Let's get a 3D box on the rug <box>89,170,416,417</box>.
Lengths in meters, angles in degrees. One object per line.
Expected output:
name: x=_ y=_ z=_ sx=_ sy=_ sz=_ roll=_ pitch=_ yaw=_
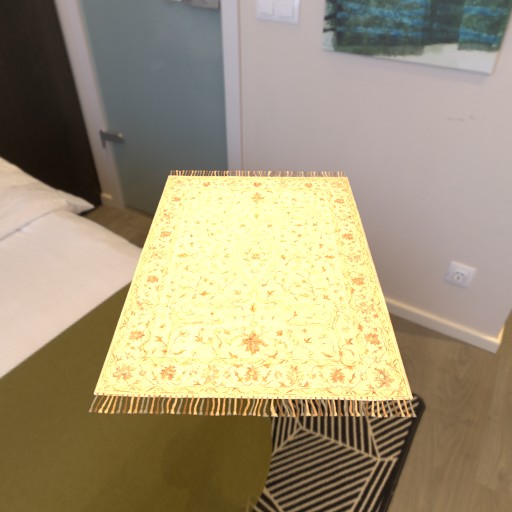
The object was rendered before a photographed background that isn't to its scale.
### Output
rug: x=0.000 y=0.000 z=2.342 sx=1.218 sy=0.017 sz=1.861 roll=1 pitch=39 yaw=1
